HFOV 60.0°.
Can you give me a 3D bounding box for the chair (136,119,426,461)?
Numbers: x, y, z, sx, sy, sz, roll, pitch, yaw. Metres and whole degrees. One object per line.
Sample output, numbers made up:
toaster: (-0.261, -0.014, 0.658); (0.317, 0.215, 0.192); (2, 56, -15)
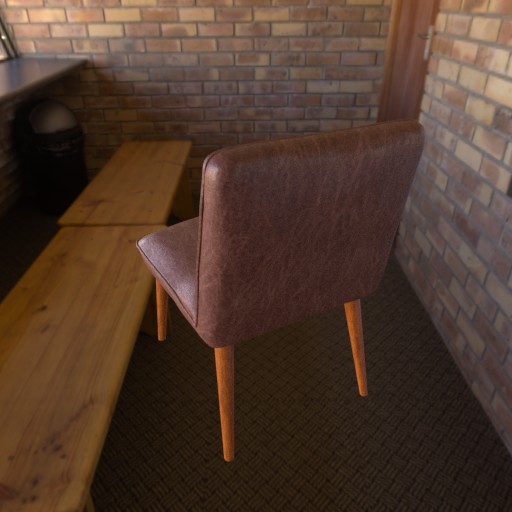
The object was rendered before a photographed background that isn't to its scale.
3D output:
chair: (0.000, 0.000, 1.213); (0.543, 0.803, 0.645); (-18, 35, -28)
